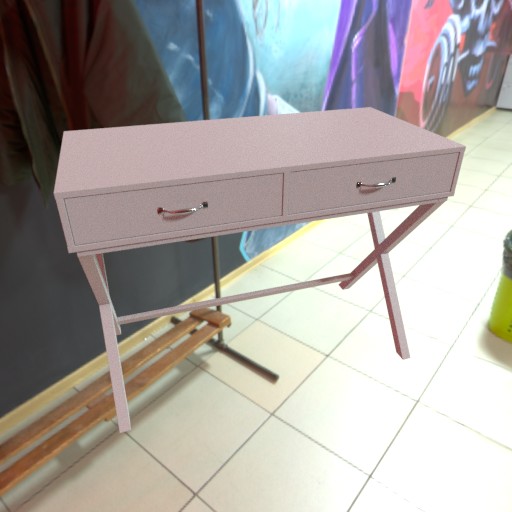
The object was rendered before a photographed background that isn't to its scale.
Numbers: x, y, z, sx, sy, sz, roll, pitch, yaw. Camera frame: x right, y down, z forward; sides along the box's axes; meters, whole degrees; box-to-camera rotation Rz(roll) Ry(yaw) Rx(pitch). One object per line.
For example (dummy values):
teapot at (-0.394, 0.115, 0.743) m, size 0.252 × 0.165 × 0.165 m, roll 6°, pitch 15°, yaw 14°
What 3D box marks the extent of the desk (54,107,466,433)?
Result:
desk at (0.000, 0.000, 1.473) m, size 1.057 × 0.780 × 0.525 m, roll -10°, pitch 32°, yaw -16°
